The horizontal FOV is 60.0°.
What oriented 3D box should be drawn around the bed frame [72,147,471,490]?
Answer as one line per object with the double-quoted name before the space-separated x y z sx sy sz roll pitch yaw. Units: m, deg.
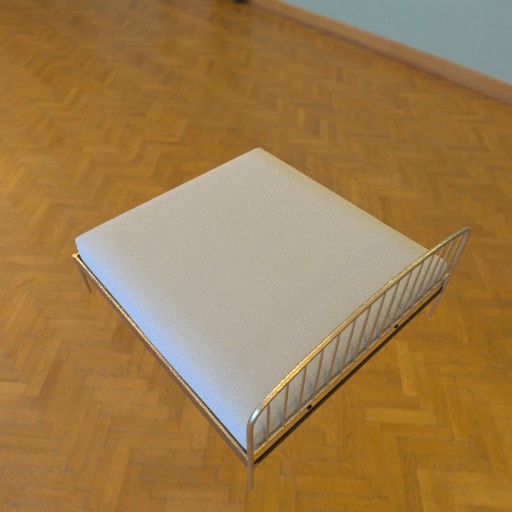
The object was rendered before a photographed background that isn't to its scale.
"bed frame" 0.000 0.000 3.353 2.016 1.174 2.152 -33 54 -28
